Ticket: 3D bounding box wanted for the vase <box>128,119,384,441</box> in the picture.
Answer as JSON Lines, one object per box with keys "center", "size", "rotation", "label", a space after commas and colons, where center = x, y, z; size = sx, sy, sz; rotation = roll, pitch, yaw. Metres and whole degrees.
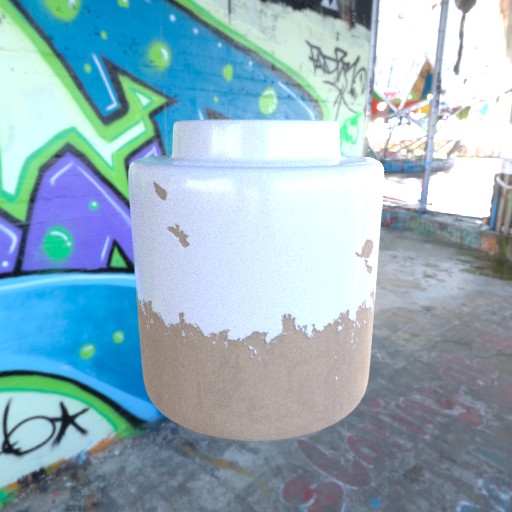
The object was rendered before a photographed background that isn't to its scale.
{"center": [0.000, 0.000, 0.288], "size": [0.153, 0.167, 0.153], "rotation": [0, 16, 0], "label": "vase"}
